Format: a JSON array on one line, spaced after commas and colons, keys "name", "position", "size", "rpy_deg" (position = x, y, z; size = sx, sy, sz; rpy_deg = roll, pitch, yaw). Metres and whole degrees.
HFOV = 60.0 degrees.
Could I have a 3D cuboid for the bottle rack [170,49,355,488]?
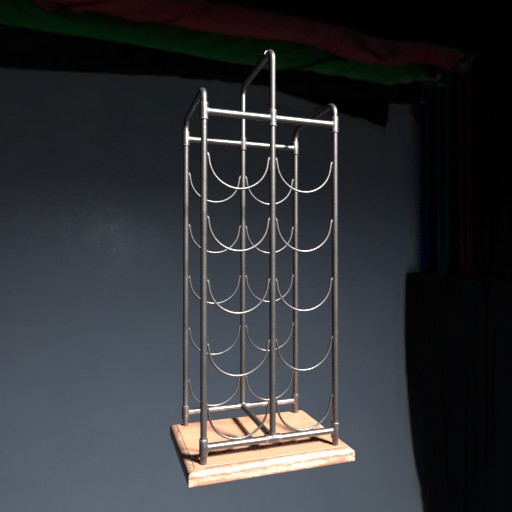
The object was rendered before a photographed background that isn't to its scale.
[{"name": "bottle rack", "position": [0.000, 0.000, 0.791], "size": [0.276, 0.680, 0.208], "rpy_deg": [0, -1, -18]}]
